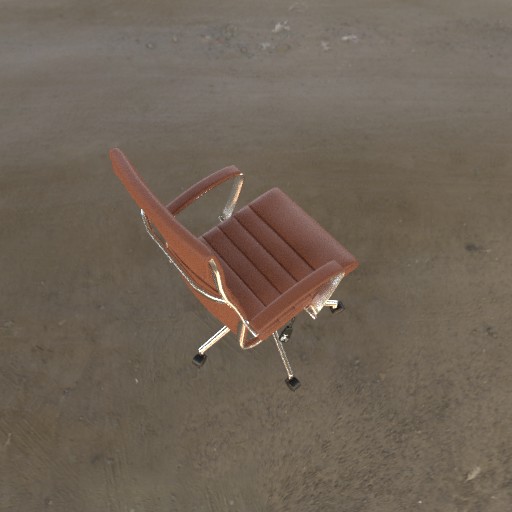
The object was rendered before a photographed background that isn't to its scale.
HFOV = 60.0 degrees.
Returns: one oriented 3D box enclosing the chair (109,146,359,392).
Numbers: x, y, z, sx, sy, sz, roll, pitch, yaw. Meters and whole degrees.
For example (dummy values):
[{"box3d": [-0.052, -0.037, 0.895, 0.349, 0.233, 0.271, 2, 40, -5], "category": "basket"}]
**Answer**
[{"box3d": [0.000, 0.000, 1.656, 0.739, 1.149, 0.766, -35, 64, -20], "category": "chair"}]
